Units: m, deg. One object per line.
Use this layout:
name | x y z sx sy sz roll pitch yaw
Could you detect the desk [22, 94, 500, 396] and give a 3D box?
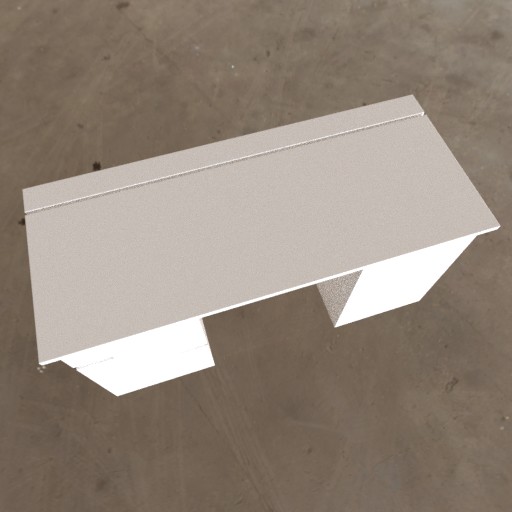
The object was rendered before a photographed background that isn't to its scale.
desk | 0.000 0.000 1.921 1.580 0.760 0.670 -16 64 -8
